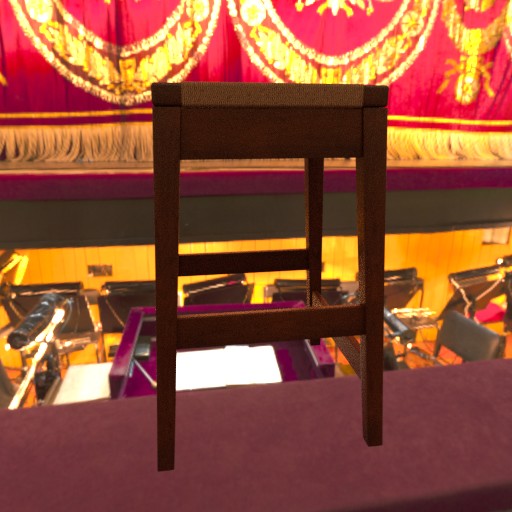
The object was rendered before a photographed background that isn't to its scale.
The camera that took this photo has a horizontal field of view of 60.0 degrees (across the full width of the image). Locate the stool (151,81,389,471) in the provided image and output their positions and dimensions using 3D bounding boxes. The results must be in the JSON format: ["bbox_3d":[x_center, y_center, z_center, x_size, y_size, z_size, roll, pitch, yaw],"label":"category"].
[{"bbox_3d":[0.000,0.000,1.087,0.497,0.762,0.507,-3,17,-9],"label":"stool"}]
